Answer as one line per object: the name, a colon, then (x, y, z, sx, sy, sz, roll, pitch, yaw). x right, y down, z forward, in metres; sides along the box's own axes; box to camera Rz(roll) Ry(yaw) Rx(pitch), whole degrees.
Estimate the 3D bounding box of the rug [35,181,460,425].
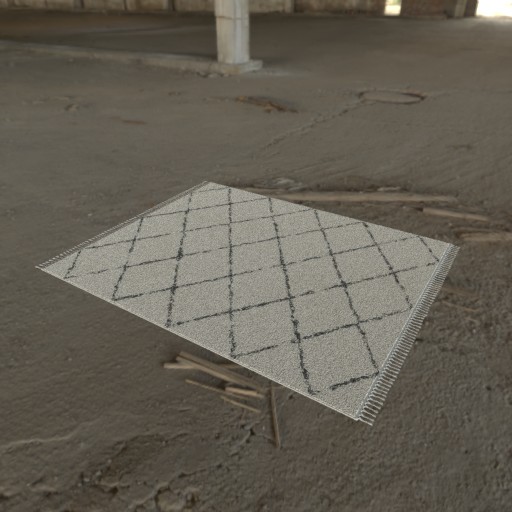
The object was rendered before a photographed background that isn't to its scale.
rug: (0.000, 0.000, 4.011, 3.051, 0.013, 2.380, 18, 36, 28)
